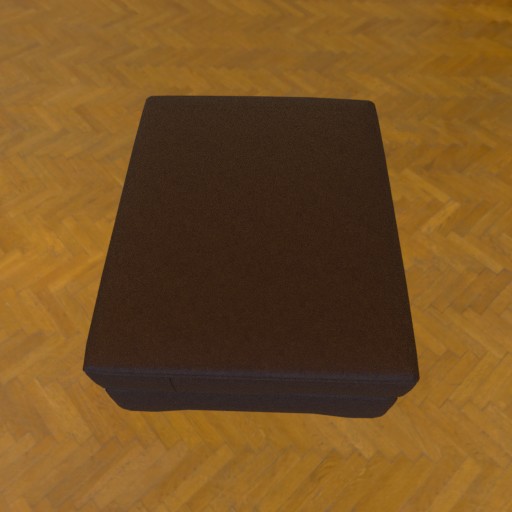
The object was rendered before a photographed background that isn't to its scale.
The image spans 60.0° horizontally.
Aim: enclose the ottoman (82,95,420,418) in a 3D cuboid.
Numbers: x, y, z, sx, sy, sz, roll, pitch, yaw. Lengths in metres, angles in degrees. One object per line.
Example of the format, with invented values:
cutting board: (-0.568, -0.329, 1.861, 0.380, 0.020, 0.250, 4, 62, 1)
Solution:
ottoman: (0.000, 0.000, 1.794, 0.967, 0.730, 1.187, 1, 58, 1)
